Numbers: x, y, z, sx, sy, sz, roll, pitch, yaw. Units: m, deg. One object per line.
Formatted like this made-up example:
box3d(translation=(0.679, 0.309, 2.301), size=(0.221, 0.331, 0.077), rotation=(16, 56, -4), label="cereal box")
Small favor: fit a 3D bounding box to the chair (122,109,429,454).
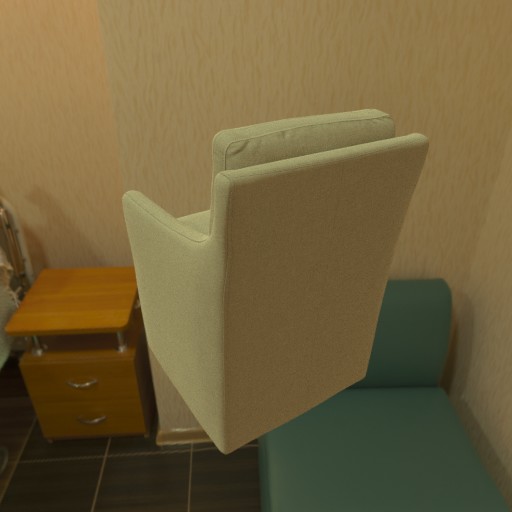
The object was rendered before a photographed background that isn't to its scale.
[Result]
box3d(translation=(0.000, 0.000, 1.389), size=(0.626, 0.914, 0.694), rotation=(-18, 33, -29), label="chair")
